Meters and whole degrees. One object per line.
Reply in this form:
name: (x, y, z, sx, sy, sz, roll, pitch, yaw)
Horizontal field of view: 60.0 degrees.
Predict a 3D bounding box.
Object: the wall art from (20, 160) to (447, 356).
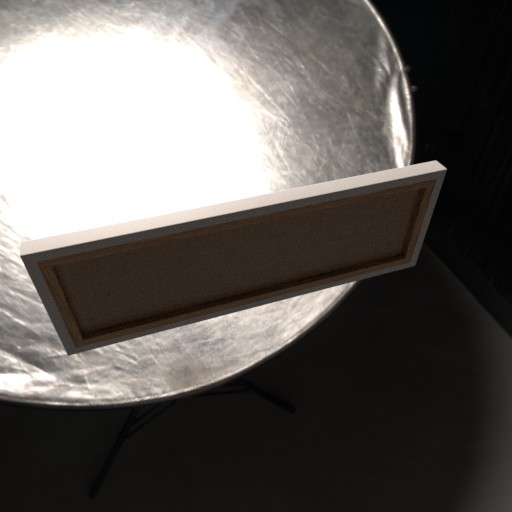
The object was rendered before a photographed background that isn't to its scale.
wall art: (0.000, 0.000, 0.856, 0.763, 0.255, 0.038, -13, 44, -14)
